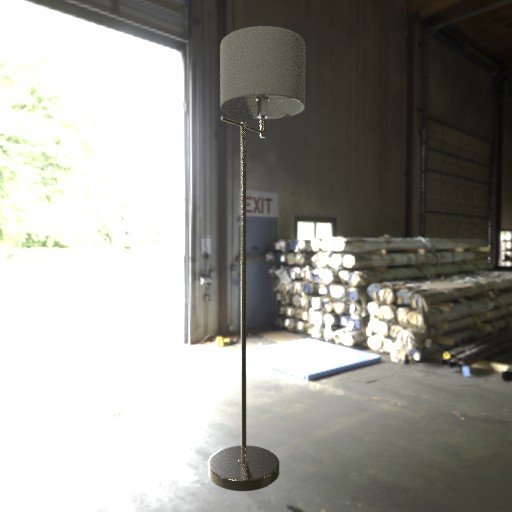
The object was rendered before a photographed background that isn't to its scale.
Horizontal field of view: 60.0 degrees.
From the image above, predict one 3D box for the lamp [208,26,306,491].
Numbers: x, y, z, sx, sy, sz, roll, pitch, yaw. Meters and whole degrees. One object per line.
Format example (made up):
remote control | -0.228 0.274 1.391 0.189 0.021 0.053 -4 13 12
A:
lamp | 0.000 0.000 1.683 0.324 1.600 0.416 1 2 35
